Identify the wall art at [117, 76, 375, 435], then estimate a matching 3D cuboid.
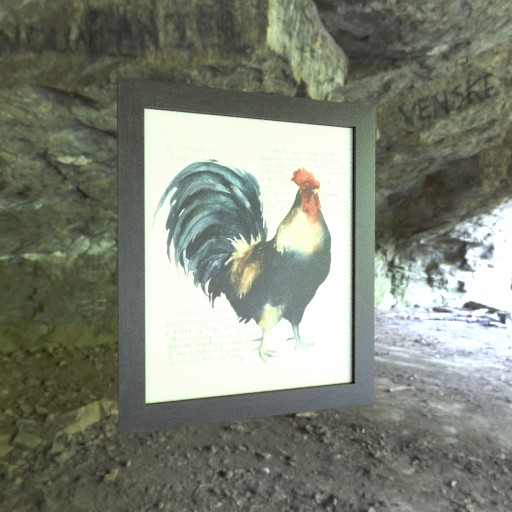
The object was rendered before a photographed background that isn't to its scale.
[{"bbox_3d":[0.000,0.000,0.804,0.479,0.580,0.027,0,1,-18],"label":"wall art"}]
